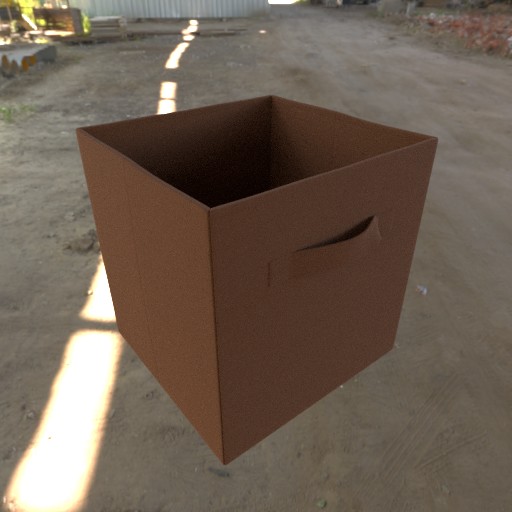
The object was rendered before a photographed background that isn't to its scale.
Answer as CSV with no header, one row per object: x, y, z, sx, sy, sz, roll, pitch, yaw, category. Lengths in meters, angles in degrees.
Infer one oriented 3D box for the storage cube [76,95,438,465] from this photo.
0.000,0.000,0.509,0.270,0.280,0.270,-22,38,-32,storage cube
